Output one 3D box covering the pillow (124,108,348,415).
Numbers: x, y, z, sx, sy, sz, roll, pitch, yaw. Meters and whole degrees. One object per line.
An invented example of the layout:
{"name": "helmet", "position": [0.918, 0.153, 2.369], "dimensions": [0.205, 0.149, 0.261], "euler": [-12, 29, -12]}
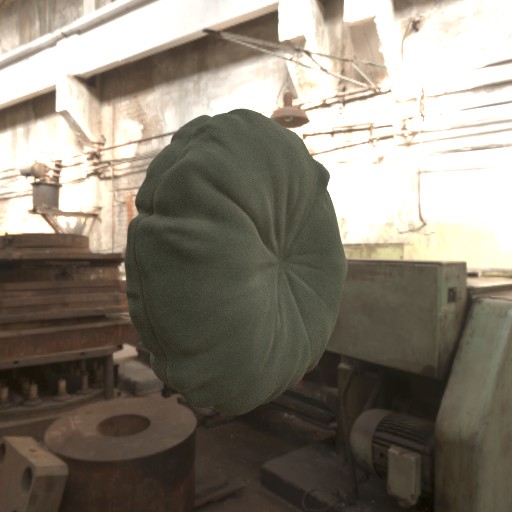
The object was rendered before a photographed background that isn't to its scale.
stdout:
{"name": "pillow", "position": [0.000, 0.000, 0.641], "dimensions": [0.148, 0.407, 0.428], "euler": [0, 0, 36]}
